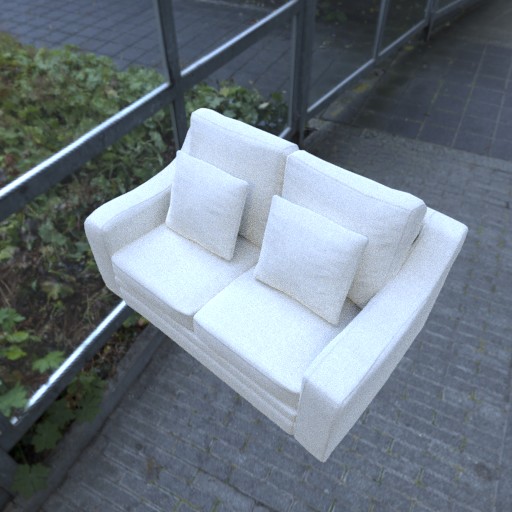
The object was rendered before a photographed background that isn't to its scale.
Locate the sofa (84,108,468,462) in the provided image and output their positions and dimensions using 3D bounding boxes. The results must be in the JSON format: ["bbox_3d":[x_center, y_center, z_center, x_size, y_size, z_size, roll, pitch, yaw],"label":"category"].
[{"bbox_3d":[0.000,0.000,2.378,1.744,1.047,1.040,31,54,27],"label":"sofa"}]
